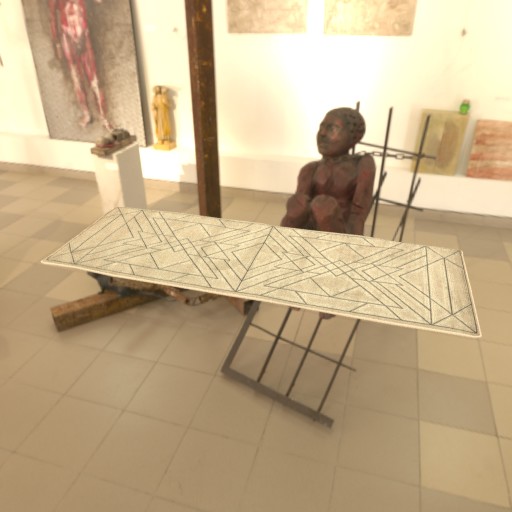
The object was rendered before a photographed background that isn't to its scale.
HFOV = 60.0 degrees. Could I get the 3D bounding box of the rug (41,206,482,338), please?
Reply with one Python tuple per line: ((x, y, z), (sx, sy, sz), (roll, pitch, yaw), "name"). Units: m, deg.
((0.000, 0.000, 2.641), (2.381, 0.036, 0.831), (8, 32, 14), "rug")
